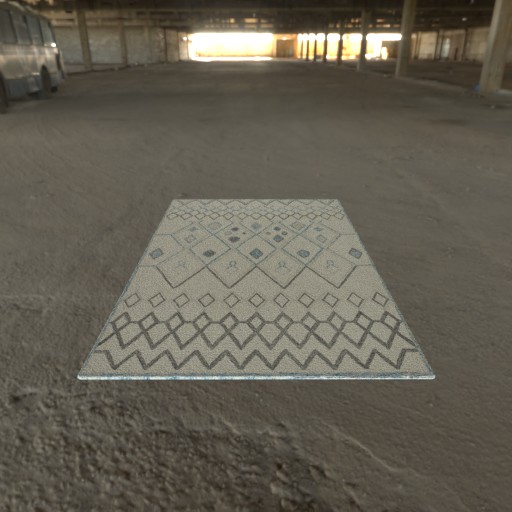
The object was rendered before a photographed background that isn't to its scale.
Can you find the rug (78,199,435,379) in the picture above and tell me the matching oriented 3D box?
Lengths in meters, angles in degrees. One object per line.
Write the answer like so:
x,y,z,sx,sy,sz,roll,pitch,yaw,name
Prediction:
0.000,0.000,2.981,1.524,0.015,2.439,0,25,0,rug
